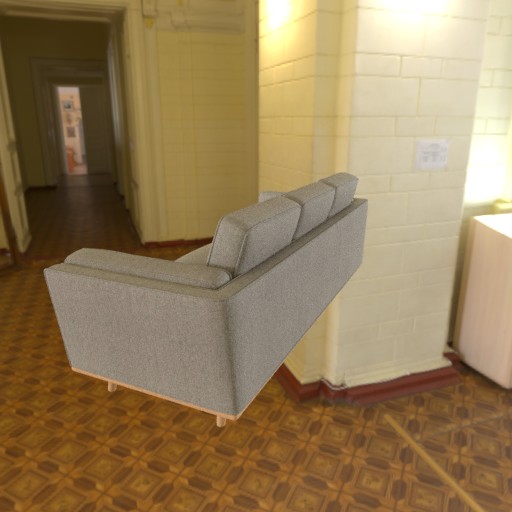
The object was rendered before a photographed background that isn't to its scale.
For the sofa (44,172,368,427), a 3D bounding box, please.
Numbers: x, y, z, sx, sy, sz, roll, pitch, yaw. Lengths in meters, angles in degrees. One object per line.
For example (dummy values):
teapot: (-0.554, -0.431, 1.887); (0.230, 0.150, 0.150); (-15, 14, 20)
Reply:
sofa: (0.000, 0.000, 2.752); (0.903, 0.899, 2.362); (8, 18, 24)
